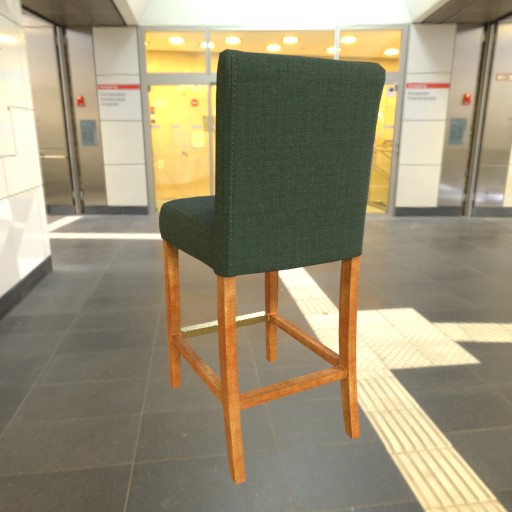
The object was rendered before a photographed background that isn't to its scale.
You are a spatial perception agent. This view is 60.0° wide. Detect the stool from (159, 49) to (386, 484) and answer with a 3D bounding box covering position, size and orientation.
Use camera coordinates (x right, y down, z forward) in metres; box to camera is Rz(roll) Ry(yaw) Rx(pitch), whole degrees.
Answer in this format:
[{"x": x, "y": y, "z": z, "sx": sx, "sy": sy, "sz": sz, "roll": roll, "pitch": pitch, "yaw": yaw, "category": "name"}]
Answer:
[{"x": 0.000, "y": 0.000, "z": 1.332, "sx": 0.454, "sy": 1.039, "sz": 0.567, "roll": -8, "pitch": 17, "yaw": -26, "category": "stool"}]
